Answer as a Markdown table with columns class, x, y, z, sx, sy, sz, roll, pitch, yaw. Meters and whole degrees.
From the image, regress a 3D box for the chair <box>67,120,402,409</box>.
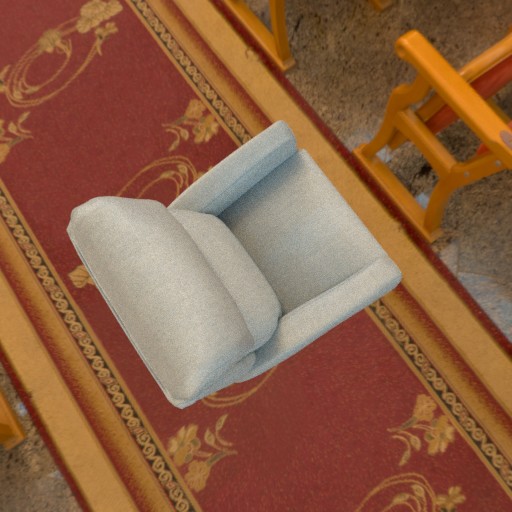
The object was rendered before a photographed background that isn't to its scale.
| class | x | y | z | sx | sy | sz | roll | pitch | yaw |
| --- | --- | --- | --- | --- | --- | --- | --- | --- | --- |
| chair | 0.000 | 0.000 | 1.660 | 0.940 | 1.016 | 0.794 | -34 | 79 | -8 |
